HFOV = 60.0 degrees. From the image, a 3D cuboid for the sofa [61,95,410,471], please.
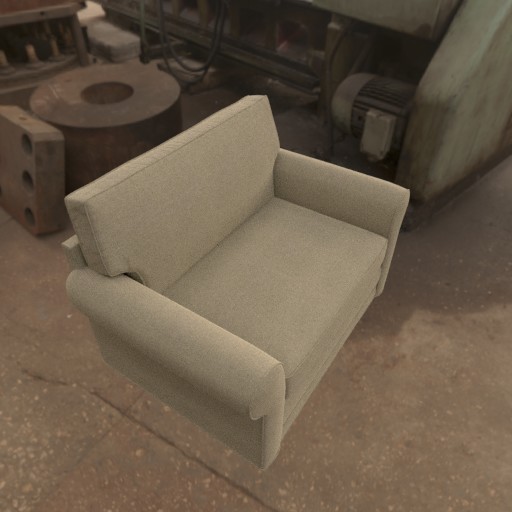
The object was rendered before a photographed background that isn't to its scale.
[{"bbox_3d":[0.000,0.000,2.018,0.936,0.991,1.405,24,46,25],"label":"sofa"}]
